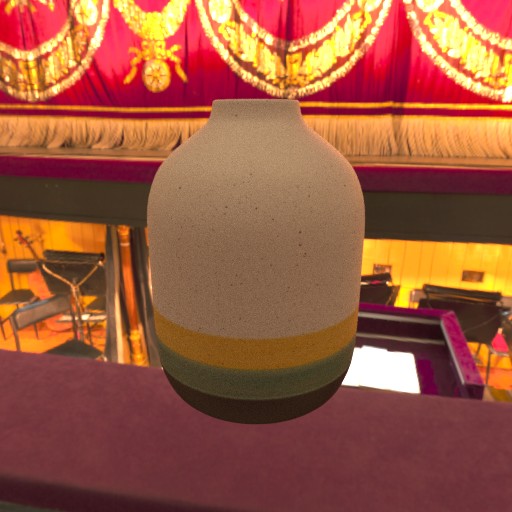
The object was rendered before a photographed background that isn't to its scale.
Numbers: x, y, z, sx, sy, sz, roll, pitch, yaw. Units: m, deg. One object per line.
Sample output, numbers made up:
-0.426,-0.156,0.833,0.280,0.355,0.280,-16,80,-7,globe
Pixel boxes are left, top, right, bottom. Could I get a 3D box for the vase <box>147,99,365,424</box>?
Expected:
0.000,0.000,0.363,0.169,0.240,0.169,0,18,0,vase
